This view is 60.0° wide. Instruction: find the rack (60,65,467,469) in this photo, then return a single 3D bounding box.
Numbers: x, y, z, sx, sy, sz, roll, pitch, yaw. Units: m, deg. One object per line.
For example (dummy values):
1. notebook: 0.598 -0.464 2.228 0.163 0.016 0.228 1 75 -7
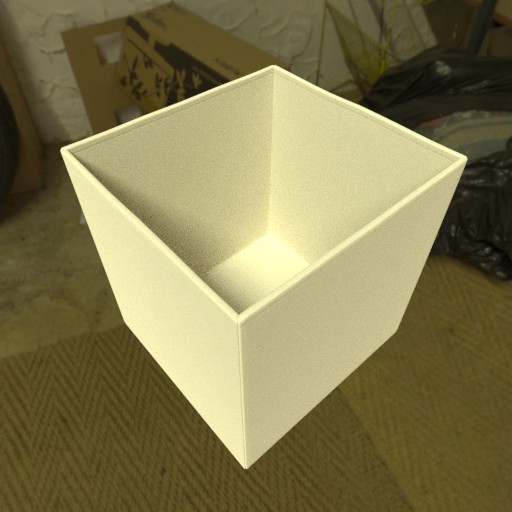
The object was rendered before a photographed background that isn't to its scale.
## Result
1. rack: 0.000 0.000 0.500 0.270 0.280 0.270 -33 55 -27
